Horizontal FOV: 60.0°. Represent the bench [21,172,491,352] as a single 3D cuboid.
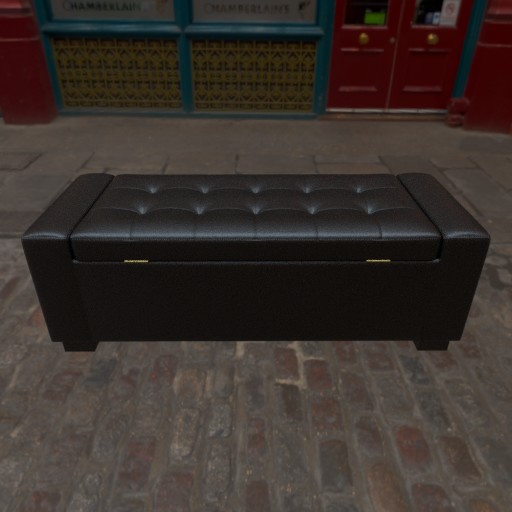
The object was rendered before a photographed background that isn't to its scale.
[{"bbox_3d":[0.000,0.000,1.523,1.296,0.445,0.508,0,31,0],"label":"bench"}]
